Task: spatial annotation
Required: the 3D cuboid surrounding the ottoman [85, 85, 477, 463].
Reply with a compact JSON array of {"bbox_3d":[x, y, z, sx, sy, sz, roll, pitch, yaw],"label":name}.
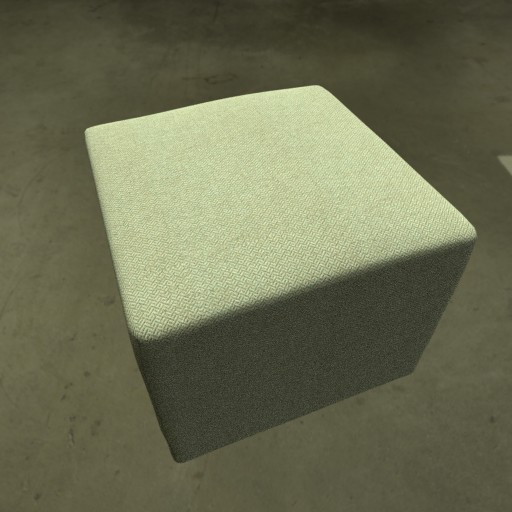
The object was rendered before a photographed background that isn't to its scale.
[{"bbox_3d":[0.000,0.000,0.870,0.512,0.453,0.521,-16,48,-15],"label":"ottoman"}]
